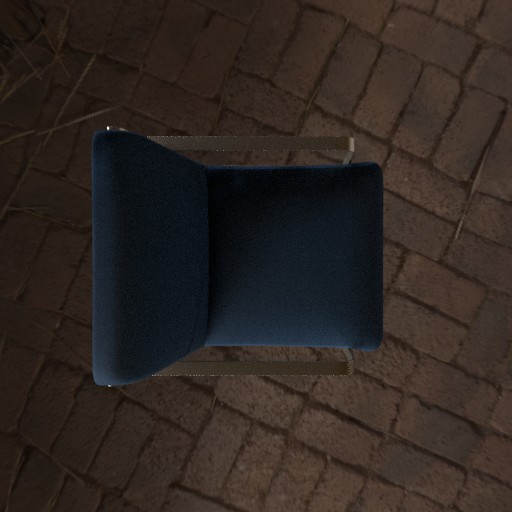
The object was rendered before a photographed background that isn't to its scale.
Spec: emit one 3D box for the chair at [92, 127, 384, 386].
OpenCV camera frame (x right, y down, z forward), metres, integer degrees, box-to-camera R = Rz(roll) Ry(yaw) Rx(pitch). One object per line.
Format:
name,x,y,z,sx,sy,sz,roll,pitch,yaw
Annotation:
chair,0.000,0.000,1.440,0.859,0.831,0.692,0,91,-1
